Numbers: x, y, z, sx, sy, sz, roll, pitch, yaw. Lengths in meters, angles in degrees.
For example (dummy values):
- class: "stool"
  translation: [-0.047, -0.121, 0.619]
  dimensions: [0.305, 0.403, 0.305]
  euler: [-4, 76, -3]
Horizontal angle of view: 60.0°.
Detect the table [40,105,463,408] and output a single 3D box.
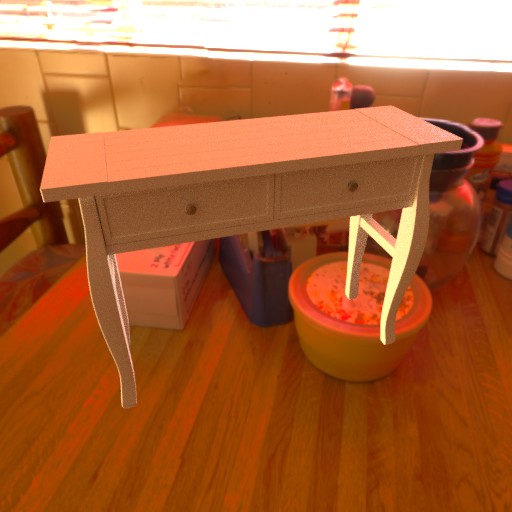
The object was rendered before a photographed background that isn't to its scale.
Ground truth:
- class: "table"
  translation: [0.000, 0.000, 1.415]
  dimensions: [1.062, 0.768, 0.373]
  euler: [-10, 35, -15]
